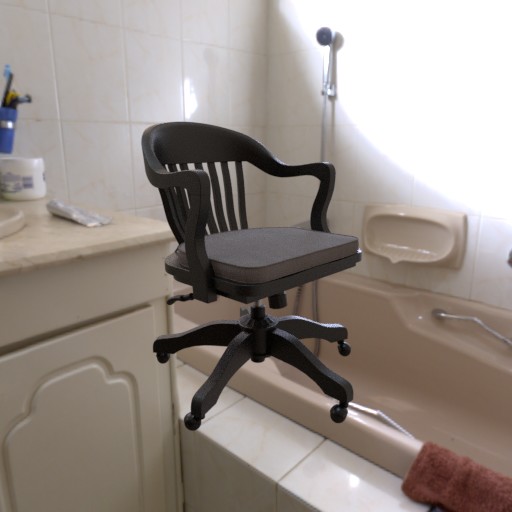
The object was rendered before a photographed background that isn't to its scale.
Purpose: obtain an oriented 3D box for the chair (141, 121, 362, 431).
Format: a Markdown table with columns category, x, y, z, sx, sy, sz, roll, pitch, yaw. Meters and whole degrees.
| category | x | y | z | sx | sy | sz | roll | pitch | yaw |
| --- | --- | --- | --- | --- | --- | --- | --- | --- | --- |
| chair | 0.000 | 0.000 | 1.478 | 0.750 | 0.878 | 0.788 | -14 | 20 | -43 |
